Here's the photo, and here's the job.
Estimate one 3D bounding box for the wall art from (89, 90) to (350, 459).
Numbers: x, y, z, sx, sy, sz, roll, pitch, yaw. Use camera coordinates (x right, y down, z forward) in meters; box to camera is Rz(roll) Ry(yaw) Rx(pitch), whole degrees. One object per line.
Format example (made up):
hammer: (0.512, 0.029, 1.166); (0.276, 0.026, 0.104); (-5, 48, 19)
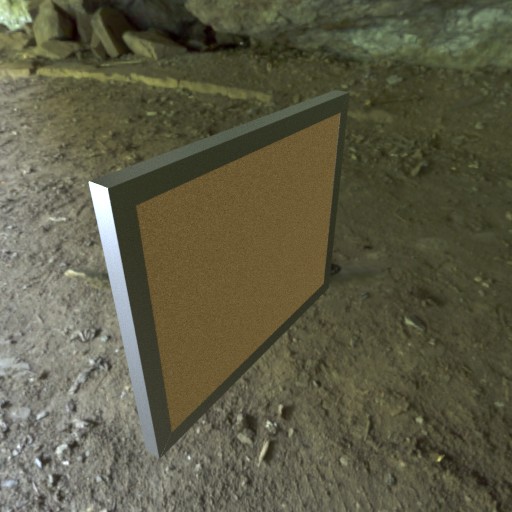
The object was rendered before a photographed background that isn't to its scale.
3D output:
wall art: (0.000, 0.000, 0.771); (0.032, 0.456, 0.557); (21, 38, 30)
